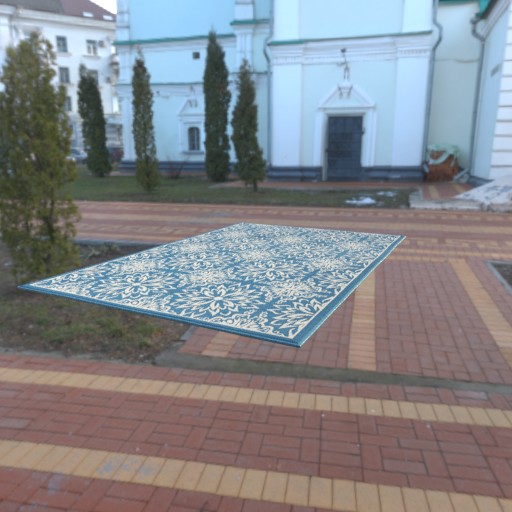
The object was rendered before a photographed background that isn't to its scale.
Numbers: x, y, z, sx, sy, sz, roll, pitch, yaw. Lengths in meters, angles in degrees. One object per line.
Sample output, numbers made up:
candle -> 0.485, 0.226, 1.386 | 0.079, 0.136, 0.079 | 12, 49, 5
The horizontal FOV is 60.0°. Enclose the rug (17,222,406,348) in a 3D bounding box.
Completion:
rug -> 0.000, 0.000, 3.468 | 1.830, 0.018, 2.769 | 7, 15, 26
